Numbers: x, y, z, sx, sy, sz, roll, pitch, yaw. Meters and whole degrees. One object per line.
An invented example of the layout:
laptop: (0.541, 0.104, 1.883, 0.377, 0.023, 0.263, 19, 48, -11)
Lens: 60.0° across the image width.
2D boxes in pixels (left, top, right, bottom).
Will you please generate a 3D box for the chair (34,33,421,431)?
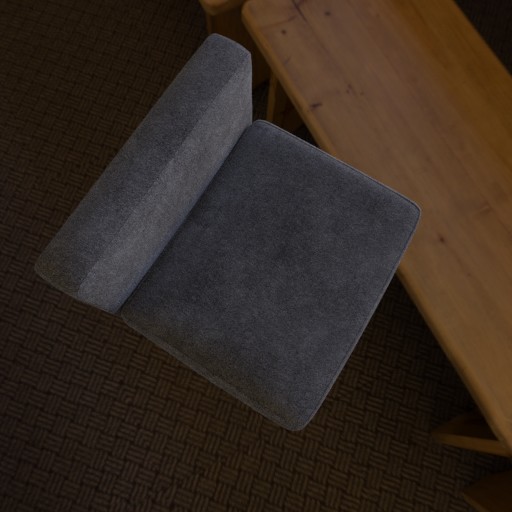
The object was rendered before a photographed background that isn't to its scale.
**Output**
chair: (0.000, 0.000, 1.213, 0.680, 0.660, 0.680, 31, 77, 8)
